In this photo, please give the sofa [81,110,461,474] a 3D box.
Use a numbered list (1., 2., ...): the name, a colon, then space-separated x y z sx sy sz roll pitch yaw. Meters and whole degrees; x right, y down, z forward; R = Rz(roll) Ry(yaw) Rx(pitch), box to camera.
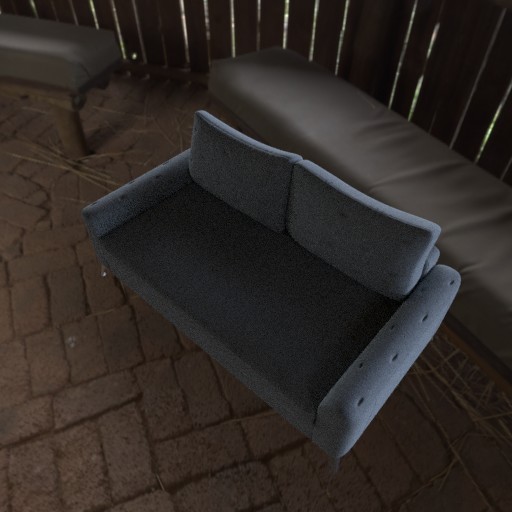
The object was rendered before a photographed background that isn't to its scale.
1. sofa: 0.000 0.000 2.129 1.650 0.790 0.920 33 55 27
